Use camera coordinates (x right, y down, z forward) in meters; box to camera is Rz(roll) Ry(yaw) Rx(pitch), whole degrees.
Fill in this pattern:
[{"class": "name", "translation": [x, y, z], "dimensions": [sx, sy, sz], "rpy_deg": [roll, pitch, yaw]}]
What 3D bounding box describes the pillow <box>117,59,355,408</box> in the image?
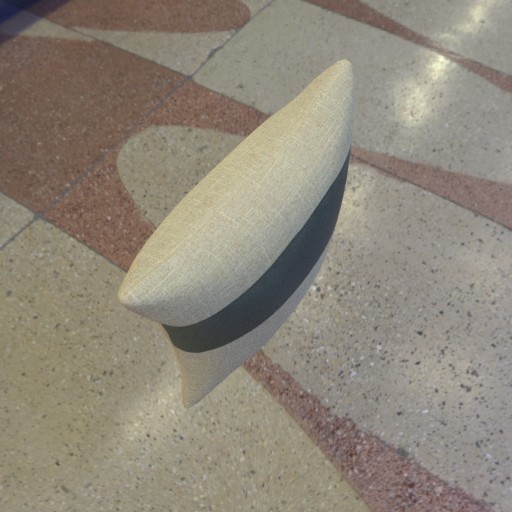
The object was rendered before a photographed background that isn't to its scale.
[{"class": "pillow", "translation": [0.000, 0.000, 0.640], "dimensions": [0.173, 0.399, 0.414], "rpy_deg": [30, 63, 18]}]
